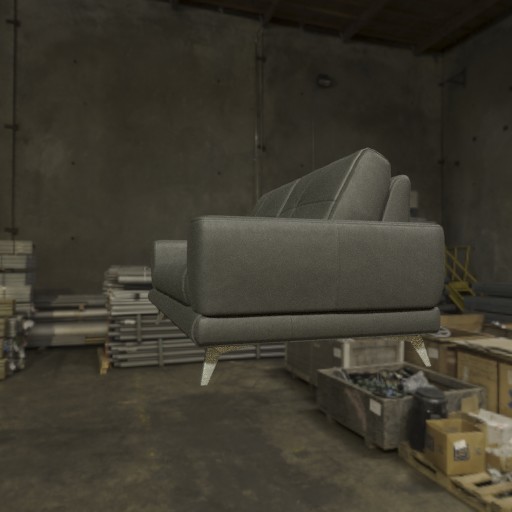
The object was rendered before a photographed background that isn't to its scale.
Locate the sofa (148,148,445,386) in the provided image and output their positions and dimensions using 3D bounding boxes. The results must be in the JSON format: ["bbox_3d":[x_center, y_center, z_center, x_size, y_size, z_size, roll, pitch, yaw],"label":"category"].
[{"bbox_3d":[0.000,0.000,2.410,1.018,0.907,1.806,0,-1,-18],"label":"sofa"}]
